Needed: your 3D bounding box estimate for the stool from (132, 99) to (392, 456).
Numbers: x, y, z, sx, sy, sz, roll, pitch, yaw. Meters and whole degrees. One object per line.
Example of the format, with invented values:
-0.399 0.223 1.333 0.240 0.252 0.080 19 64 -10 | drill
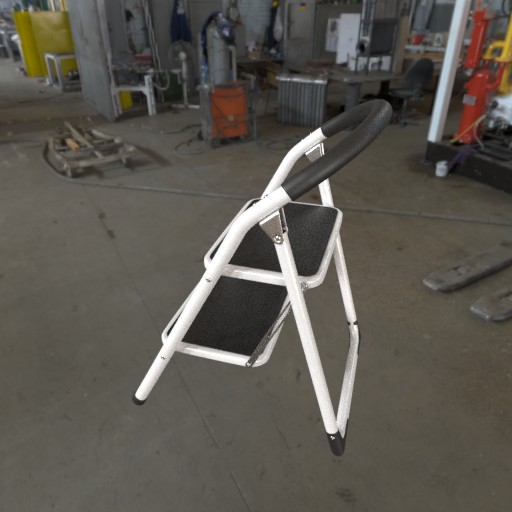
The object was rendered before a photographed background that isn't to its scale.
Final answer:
0.000 0.000 1.096 0.559 0.760 0.453 9 32 14 | stool
